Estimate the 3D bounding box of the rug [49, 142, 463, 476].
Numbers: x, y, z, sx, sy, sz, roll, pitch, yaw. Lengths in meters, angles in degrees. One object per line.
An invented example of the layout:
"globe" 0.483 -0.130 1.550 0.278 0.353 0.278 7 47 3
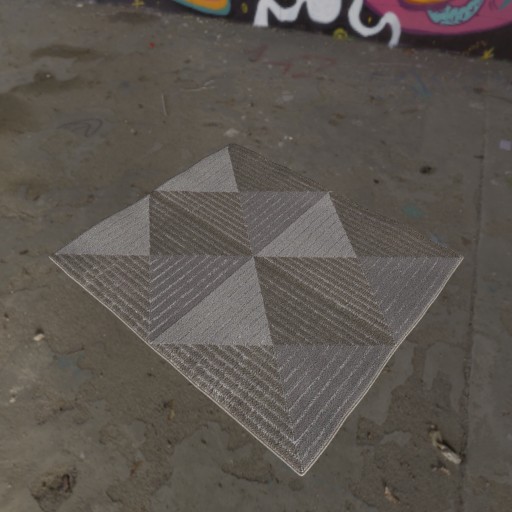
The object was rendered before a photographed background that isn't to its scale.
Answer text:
"rug" 0.000 0.000 0.890 0.642 0.008 0.551 32 55 27
